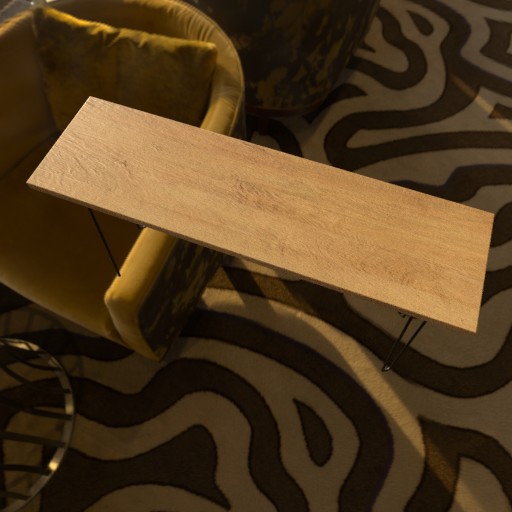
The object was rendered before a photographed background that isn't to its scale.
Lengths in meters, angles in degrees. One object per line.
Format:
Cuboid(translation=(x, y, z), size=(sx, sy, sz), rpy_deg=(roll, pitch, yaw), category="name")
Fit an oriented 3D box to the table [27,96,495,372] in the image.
Cuboid(translation=(0.000, 0.000, 1.728), size=(1.400, 0.799, 0.399), rpy_deg=(18, 65, 9), category="table")
